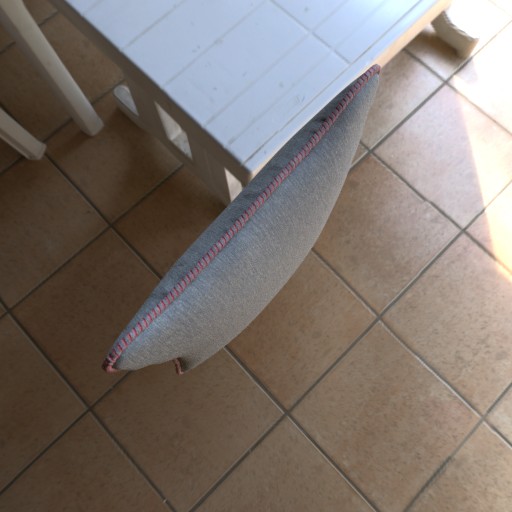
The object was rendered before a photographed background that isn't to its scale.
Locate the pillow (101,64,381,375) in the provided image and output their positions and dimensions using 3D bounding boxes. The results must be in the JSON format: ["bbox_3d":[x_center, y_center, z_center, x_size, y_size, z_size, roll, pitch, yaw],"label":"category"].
[{"bbox_3d":[0.000,0.000,0.718,0.124,0.491,0.482,39,78,10],"label":"pillow"}]
